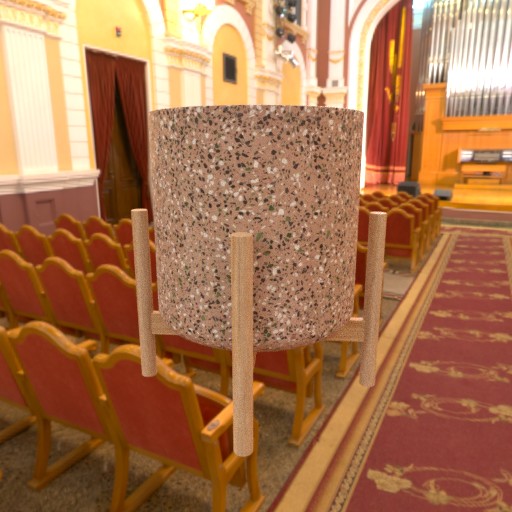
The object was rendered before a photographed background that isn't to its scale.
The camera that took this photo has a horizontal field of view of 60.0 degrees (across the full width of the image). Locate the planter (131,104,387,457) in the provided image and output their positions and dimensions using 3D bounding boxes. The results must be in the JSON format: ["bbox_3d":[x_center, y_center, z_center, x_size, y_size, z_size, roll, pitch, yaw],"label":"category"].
[{"bbox_3d":[0.000,0.000,0.688,0.360,0.419,0.360,7,15,27],"label":"planter"}]
